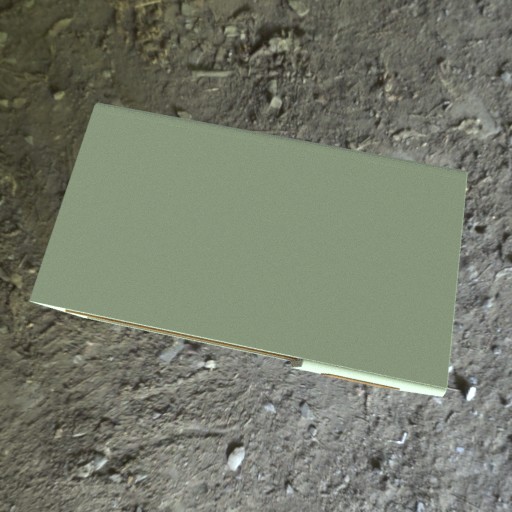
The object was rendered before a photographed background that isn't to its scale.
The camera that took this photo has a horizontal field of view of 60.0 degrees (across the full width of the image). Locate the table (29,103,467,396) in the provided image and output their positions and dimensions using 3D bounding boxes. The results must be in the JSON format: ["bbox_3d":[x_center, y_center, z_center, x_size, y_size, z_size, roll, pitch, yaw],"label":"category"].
[{"bbox_3d":[0.000,0.000,1.421,1.097,0.442,0.639,11,76,3],"label":"table"}]
